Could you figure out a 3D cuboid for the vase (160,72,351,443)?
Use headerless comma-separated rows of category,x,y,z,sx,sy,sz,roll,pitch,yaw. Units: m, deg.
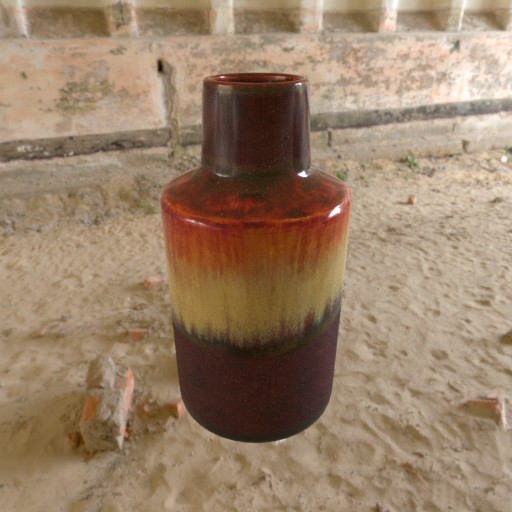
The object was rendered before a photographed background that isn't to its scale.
vase,0.000,0.000,0.271,0.108,0.204,0.108,0,28,0
